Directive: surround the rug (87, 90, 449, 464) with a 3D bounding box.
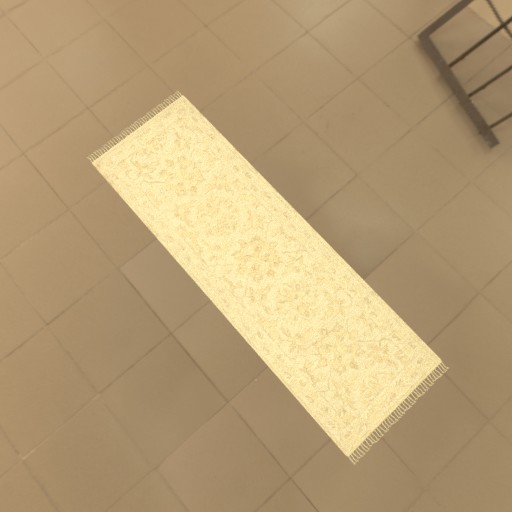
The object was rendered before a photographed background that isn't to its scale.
[{"bbox_3d":[0.000,0.000,2.806,0.795,0.015,2.544,-41,78,-10],"label":"rug"}]
